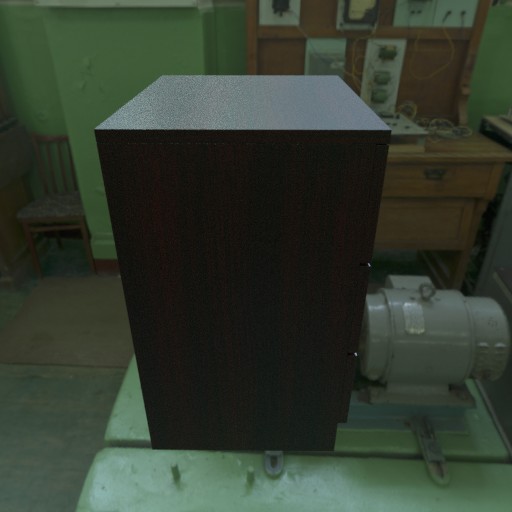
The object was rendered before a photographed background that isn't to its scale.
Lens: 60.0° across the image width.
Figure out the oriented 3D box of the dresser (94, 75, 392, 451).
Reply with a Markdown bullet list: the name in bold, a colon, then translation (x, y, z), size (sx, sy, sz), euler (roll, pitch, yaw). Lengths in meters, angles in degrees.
- **dresser**: translation (0.000, 0.000, 0.809), size (0.360, 0.560, 0.400), euler (0, 30, 0)
